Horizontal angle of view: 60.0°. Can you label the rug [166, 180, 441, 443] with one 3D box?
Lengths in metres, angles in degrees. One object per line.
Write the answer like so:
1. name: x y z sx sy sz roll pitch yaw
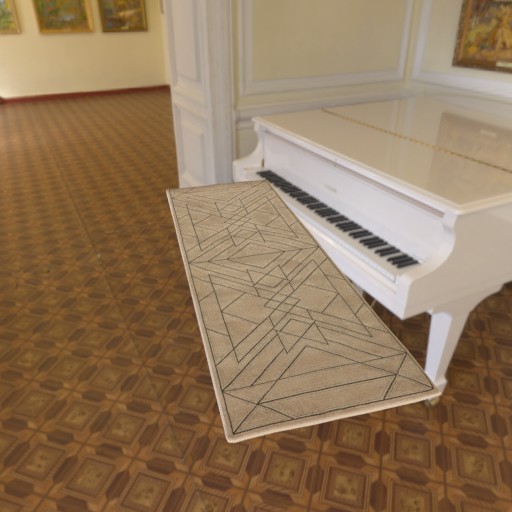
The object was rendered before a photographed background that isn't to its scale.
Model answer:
1. rug: 0.000 0.000 2.581 0.831 0.036 2.381 -8 31 -13
